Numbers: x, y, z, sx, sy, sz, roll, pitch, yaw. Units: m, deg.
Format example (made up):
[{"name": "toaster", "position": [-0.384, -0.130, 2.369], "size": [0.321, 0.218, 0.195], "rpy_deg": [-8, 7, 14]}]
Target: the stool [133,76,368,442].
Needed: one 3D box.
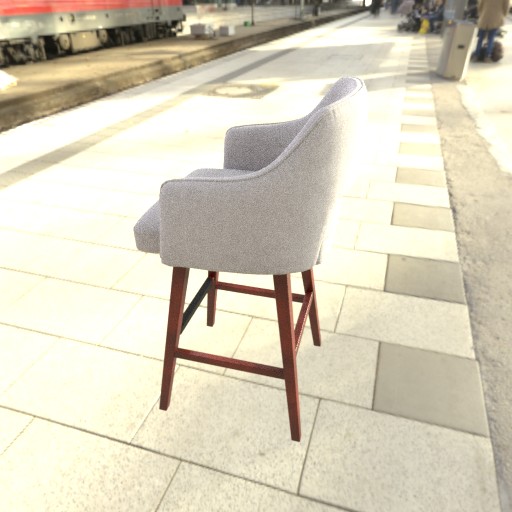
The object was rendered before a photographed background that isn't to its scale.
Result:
[{"name": "stool", "position": [0.000, 0.000, 1.358], "size": [0.558, 1.012, 0.548], "rpy_deg": [8, 32, 13]}]
